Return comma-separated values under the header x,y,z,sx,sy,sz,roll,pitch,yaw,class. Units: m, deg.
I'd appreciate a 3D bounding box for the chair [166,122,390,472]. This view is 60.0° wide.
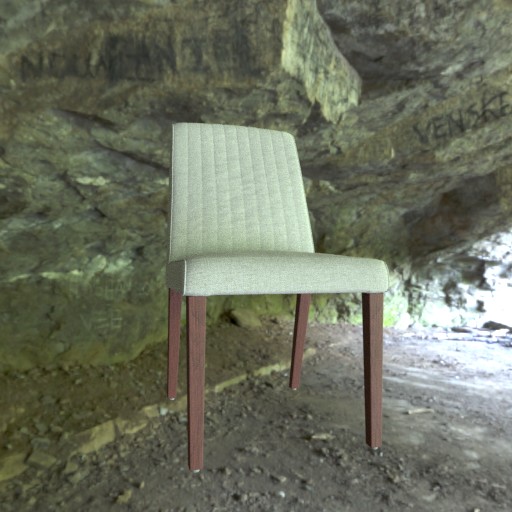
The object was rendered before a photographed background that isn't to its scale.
x,y,z,sx,sy,sz,roll,pitch,yaw,class
0.000,0.000,1.237,0.480,0.900,0.594,0,-2,-16,chair
